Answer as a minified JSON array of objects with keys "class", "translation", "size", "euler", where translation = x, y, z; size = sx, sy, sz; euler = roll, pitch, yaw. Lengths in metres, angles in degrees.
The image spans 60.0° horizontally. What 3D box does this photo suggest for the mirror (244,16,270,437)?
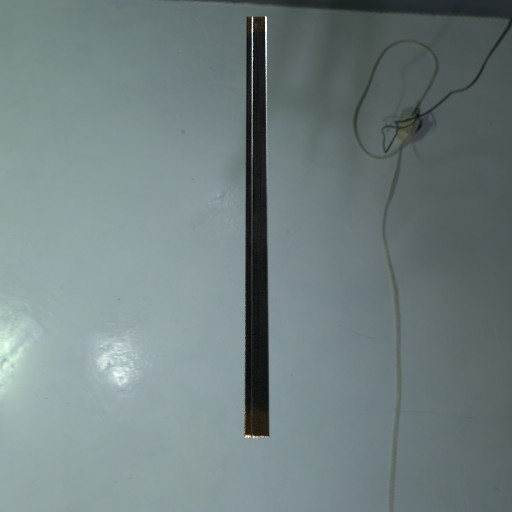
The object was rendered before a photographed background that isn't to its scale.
[{"class":"mirror","translation":[0.000,0.000,0.566],"size":[0.020,0.381,0.382],"euler":[0,75,0]}]
